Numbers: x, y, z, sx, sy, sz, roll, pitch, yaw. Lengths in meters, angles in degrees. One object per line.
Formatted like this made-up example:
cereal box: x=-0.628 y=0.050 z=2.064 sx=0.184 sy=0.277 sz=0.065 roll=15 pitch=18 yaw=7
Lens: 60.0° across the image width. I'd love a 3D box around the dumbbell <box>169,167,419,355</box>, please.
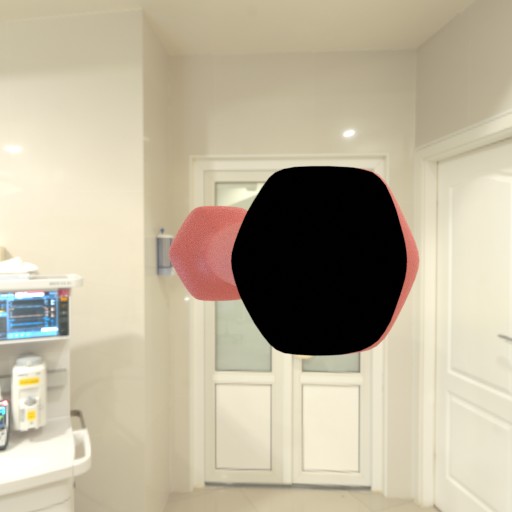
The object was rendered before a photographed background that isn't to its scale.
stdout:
dumbbell: x=0.000 y=0.000 z=0.152 sx=0.047 sy=0.043 sz=0.123 roll=0 pitch=1 yaw=-18
